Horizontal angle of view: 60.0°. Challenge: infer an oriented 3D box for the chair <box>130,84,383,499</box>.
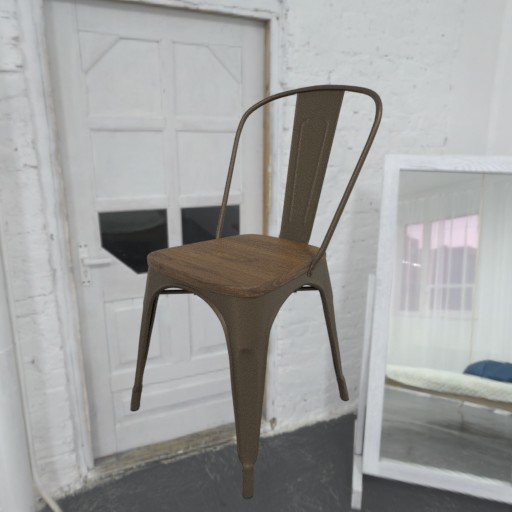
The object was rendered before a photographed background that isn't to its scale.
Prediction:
[{"bbox_3d":[0.000,0.000,1.124,0.451,0.844,0.532,15,22,41],"label":"chair"}]
